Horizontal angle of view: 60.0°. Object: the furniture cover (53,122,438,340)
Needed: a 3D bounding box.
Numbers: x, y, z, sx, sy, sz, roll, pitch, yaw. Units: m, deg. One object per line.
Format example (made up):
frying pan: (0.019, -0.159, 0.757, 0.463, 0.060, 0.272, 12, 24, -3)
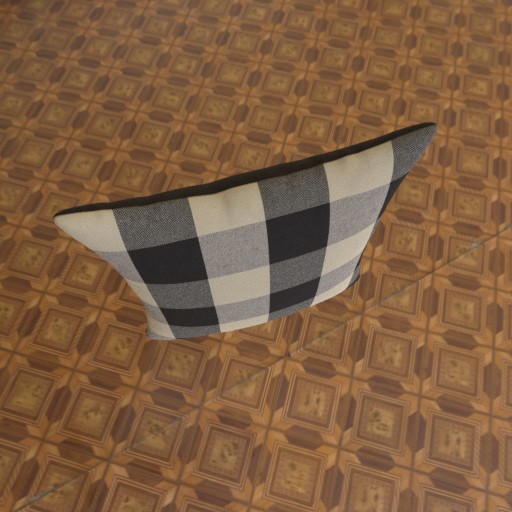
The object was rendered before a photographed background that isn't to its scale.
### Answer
furniture cover: (0.000, 0.000, 0.790, 0.511, 0.509, 0.161, -15, 65, -7)
